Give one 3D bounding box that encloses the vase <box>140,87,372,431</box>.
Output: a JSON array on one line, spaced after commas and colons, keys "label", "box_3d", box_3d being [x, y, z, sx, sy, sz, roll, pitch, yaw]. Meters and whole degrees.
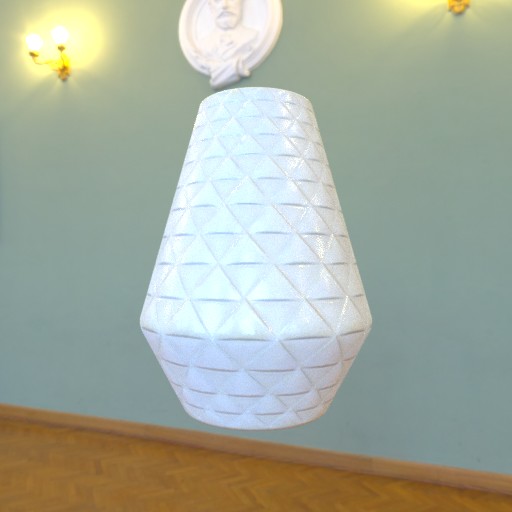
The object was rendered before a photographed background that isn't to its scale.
[{"label": "vase", "box_3d": [0.000, 0.000, 0.345, 0.175, 0.230, 0.175, 0, -1, 0]}]
